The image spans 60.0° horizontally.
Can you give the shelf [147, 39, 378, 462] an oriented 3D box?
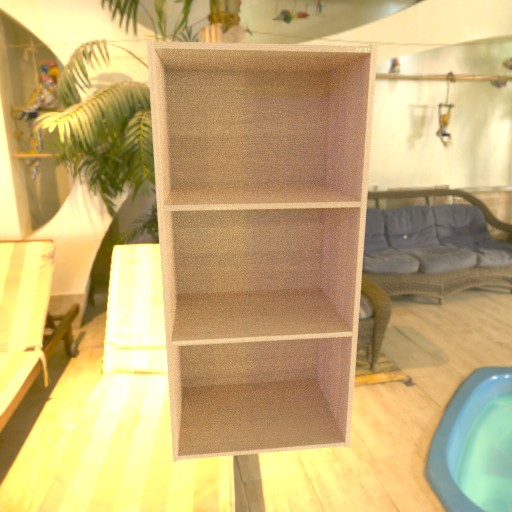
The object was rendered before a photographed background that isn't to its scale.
[{"bbox_3d":[0.000,0.000,1.048,0.417,0.876,0.292,-2,16,-7],"label":"shelf"}]
